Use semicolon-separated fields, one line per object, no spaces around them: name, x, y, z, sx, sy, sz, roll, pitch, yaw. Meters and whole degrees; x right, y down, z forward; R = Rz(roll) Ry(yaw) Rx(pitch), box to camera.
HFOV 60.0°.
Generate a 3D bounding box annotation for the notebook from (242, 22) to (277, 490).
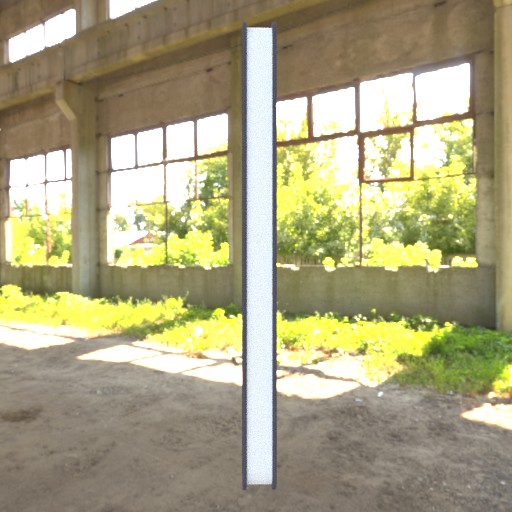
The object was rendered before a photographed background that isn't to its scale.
notebook;0.000;0.000;0.258;0.016;0.213;0.127;0;0;-1
